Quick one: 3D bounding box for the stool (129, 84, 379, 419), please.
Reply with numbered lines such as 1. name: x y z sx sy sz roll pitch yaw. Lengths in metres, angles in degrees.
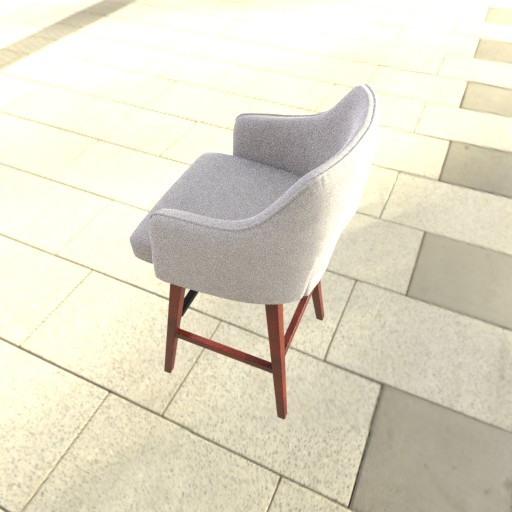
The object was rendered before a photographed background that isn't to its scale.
1. stool: 0.000 0.000 1.360 0.558 1.012 0.548 17 49 15
